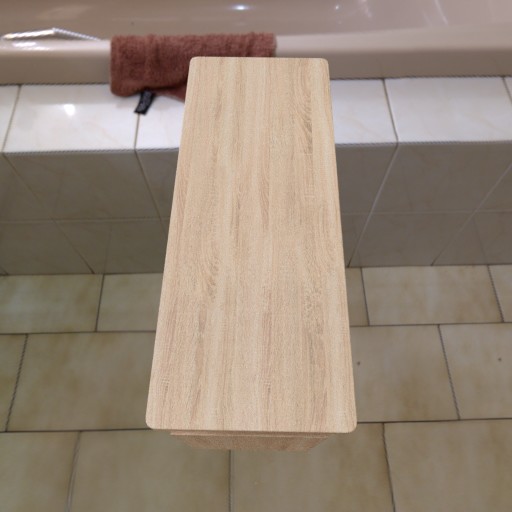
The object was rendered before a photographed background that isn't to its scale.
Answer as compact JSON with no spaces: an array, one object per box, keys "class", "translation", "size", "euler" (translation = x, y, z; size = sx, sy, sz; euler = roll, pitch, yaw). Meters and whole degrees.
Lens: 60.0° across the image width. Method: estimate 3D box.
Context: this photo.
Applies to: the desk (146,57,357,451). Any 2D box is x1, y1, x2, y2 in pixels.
[{"class":"desk","translation":[0.000,0.000,1.795],"size":[0.550,0.760,1.400],"euler":[1,63,0]}]
